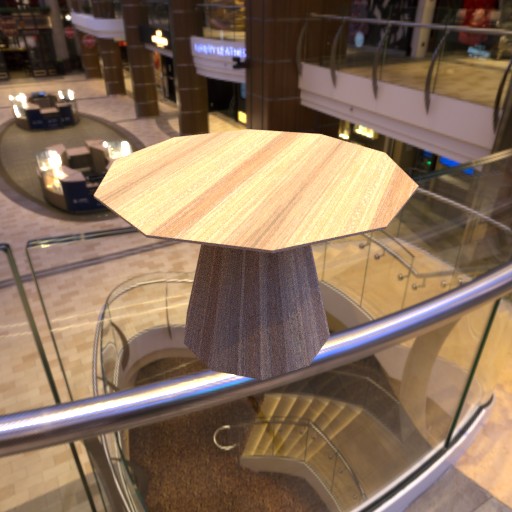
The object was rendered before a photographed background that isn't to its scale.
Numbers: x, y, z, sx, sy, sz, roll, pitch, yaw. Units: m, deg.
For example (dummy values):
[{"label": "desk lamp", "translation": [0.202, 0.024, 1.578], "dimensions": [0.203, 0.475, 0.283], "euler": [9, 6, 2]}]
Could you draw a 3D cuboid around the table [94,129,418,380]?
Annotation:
[{"label": "table", "translation": [0.000, 0.000, 1.886], "dimensions": [1.186, 0.752, 1.186], "euler": [0, 31, 0]}]
